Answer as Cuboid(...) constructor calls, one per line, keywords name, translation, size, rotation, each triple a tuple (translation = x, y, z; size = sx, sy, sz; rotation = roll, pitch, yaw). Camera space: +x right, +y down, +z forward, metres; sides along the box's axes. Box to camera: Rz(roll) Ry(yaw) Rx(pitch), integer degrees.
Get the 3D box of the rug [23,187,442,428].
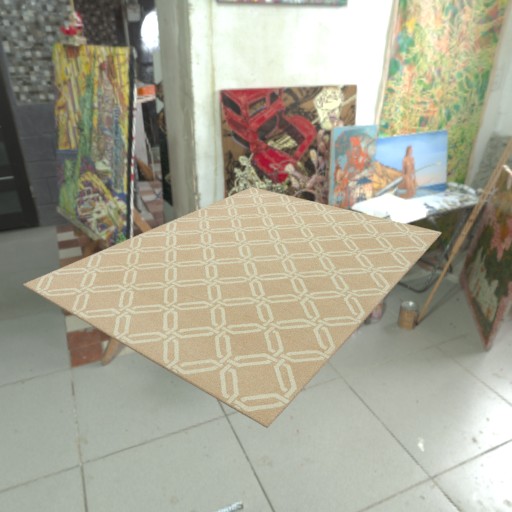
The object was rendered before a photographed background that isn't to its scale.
Cuboid(name="rug", translation=(0.000, 0.000, 3.811), size=(2.288, 0.018, 2.895), rotation=(19, 33, 32))
